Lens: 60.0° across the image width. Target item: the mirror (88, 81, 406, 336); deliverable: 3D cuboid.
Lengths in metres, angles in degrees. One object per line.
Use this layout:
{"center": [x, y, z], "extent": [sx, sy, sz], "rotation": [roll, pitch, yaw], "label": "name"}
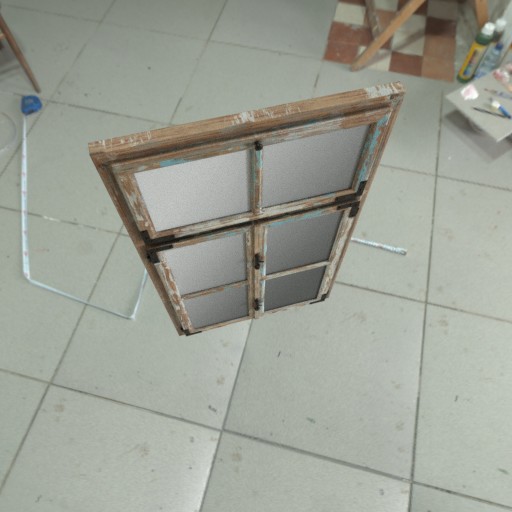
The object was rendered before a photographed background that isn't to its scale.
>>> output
{"center": [0.000, 0.000, 1.491], "extent": [0.707, 1.213, 0.083], "rotation": [-13, 63, -7], "label": "mirror"}
